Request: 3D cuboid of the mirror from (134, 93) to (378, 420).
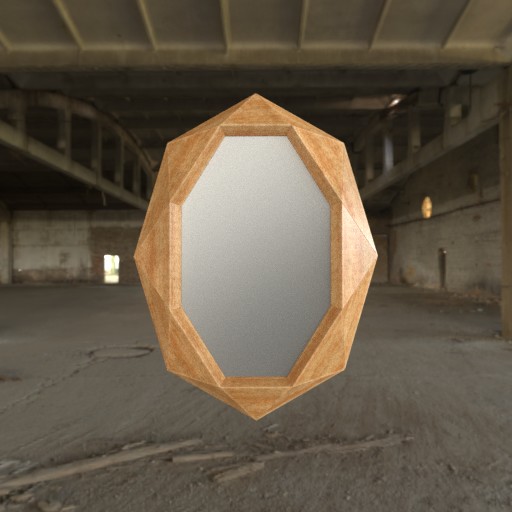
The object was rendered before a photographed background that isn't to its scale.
[{"bbox_3d":[0.000,0.000,1.021,0.577,0.774,0.070,0,-1,0],"label":"mirror"}]
